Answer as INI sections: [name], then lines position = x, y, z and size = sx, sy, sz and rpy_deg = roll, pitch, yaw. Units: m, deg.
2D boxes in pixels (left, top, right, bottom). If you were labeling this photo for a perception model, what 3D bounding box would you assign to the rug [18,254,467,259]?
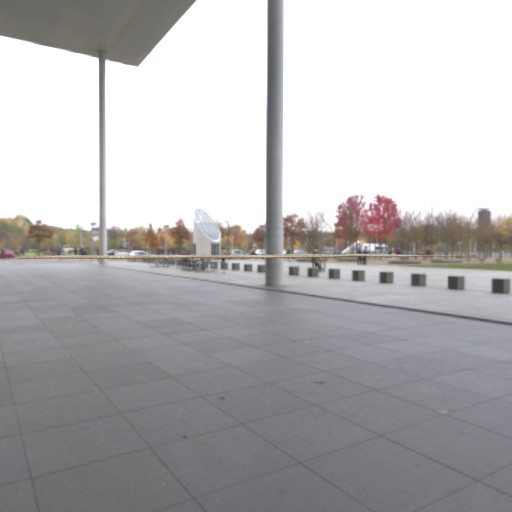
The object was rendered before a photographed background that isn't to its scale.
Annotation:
[rug]
position = 0.000, 0.000, 2.514
size = 2.294, 0.014, 0.704
rpy_deg = 0, 1, -17
